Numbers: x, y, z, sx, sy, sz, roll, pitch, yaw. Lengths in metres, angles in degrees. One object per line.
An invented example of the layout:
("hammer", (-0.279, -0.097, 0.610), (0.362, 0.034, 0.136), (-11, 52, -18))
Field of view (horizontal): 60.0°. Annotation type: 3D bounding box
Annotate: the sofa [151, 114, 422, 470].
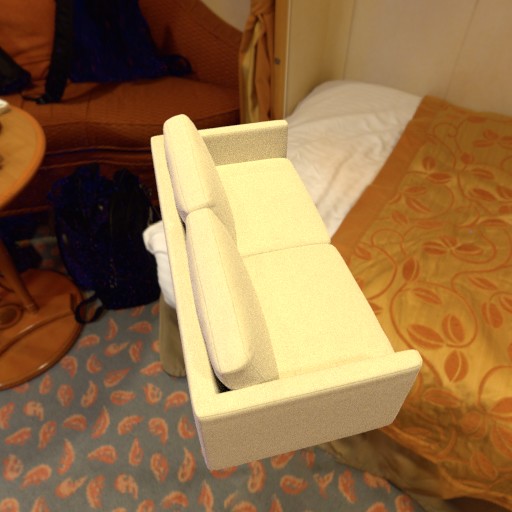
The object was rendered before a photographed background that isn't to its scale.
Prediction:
("sofa", (0.000, 0.000, 2.525), (0.965, 0.889, 1.981), (-10, 47, -10))
